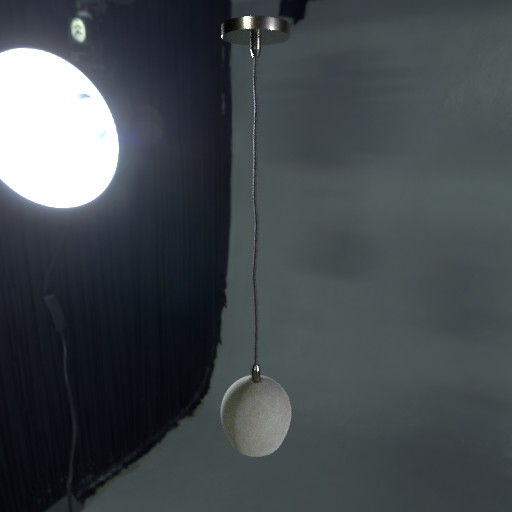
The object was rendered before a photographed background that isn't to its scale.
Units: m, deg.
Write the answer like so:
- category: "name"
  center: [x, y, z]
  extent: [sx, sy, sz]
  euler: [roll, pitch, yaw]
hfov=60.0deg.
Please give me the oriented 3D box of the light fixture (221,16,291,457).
- category: "light fixture"
  center: [0.000, 0.000, 0.804]
  extent: [0.139, 0.764, 0.139]
  euler: [7, 15, 26]
